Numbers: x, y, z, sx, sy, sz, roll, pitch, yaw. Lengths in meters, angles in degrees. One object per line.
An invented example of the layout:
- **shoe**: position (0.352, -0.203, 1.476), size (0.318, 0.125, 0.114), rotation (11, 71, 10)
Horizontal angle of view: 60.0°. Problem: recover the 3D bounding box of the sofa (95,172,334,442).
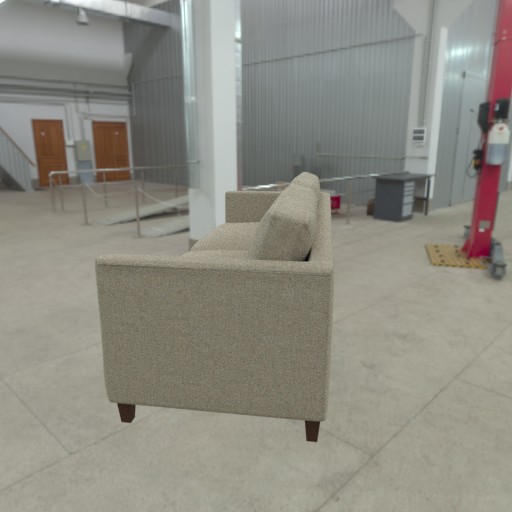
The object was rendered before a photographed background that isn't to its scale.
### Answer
- **sofa**: position (0.000, 0.000, 2.862), size (0.951, 0.965, 2.434), rotation (2, 15, 9)
